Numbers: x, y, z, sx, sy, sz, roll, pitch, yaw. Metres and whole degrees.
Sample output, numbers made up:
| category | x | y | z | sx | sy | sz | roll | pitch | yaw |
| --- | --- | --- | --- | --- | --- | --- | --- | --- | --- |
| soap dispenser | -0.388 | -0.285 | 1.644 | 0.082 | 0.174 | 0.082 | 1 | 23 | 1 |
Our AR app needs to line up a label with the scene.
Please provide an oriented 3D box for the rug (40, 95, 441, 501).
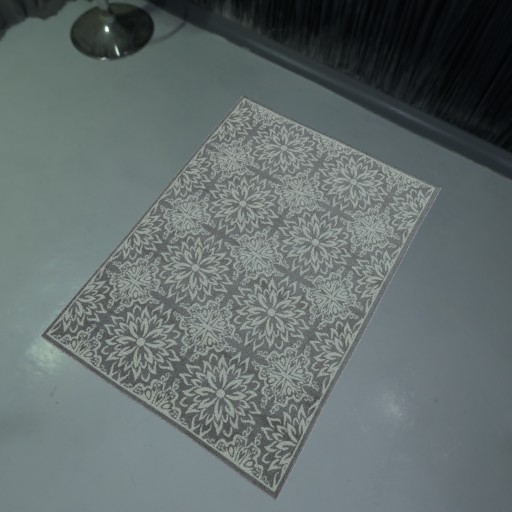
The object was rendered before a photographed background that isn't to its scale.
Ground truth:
| category | x | y | z | sx | sy | sz | roll | pitch | yaw |
| --- | --- | --- | --- | --- | --- | --- | --- | --- | --- |
| rug | 0.000 | 0.000 | 2.808 | 1.608 | 0.014 | 2.213 | 29 | 68 | 13 |
